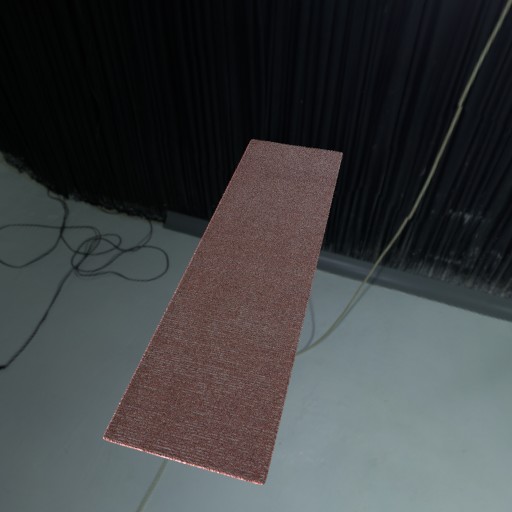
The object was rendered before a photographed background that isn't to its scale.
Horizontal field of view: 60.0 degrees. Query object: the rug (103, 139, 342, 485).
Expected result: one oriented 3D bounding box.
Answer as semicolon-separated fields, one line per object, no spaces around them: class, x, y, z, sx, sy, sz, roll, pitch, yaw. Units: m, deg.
rug;0.000;0.000;2.511;0.687;0.012;2.307;11;48;10
